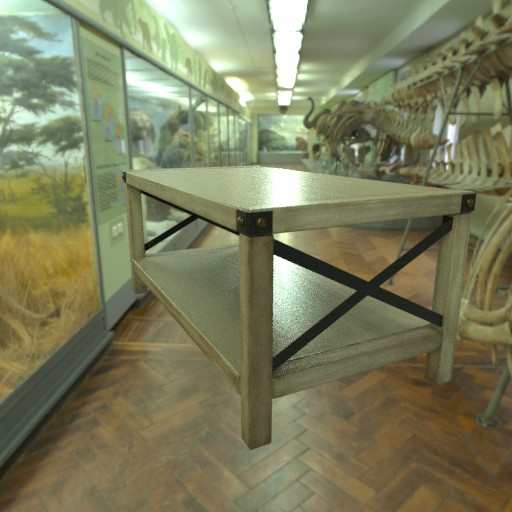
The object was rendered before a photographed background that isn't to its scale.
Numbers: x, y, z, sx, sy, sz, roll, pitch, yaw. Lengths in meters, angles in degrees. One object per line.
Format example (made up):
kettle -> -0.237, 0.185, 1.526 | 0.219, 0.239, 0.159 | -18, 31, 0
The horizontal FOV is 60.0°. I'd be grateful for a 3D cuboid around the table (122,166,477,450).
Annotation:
table -> 0.000, 0.000, 1.312 | 0.559, 0.456, 1.016 | -8, 17, -26
